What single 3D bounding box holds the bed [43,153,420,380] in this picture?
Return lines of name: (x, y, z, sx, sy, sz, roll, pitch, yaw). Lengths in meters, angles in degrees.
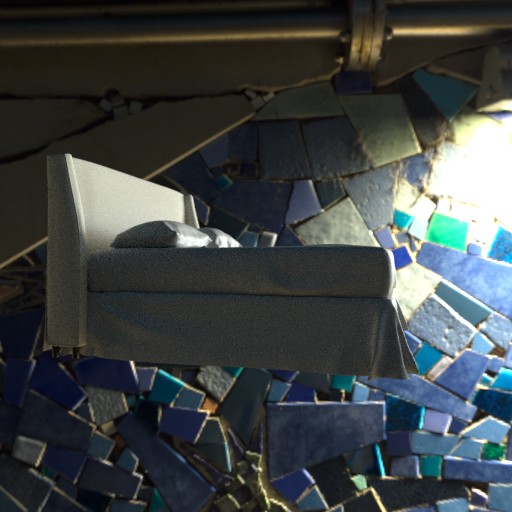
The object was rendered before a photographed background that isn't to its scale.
bed: (0.000, 0.000, 3.418, 2.276, 1.332, 1.925, 0, -1, 17)
